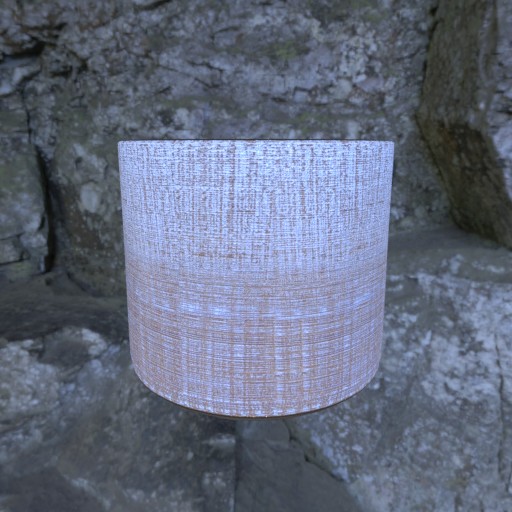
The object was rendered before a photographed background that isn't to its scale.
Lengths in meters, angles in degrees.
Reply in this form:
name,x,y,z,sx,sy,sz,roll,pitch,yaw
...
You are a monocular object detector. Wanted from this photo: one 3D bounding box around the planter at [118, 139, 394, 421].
name,x,y,z,sx,sy,sz,roll,pitch,yaw
planter,0.000,0.000,0.190,0.109,0.096,0.109,0,14,0
